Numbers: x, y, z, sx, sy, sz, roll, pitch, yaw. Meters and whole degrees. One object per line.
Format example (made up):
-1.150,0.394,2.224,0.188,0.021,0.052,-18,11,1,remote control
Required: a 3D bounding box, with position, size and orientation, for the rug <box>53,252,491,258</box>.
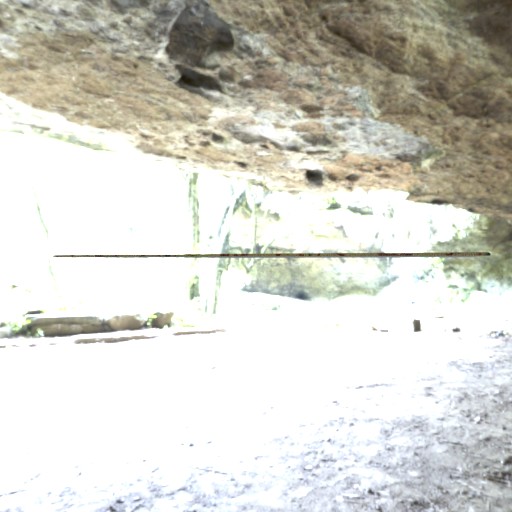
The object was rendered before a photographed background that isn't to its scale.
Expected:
0.000,0.000,2.501,2.273,0.016,0.693,0,-1,19,rug
